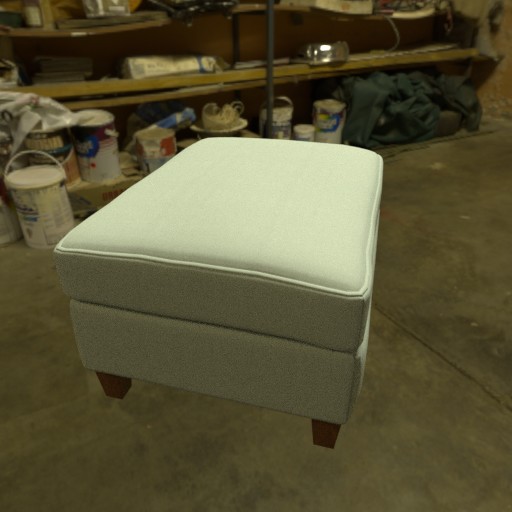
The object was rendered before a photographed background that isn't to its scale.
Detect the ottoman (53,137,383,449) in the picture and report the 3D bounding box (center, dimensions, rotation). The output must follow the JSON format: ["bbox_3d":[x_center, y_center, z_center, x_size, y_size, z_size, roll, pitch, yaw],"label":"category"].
[{"bbox_3d":[0.000,0.000,1.217,0.634,0.496,0.818,8,31,13],"label":"ottoman"}]
